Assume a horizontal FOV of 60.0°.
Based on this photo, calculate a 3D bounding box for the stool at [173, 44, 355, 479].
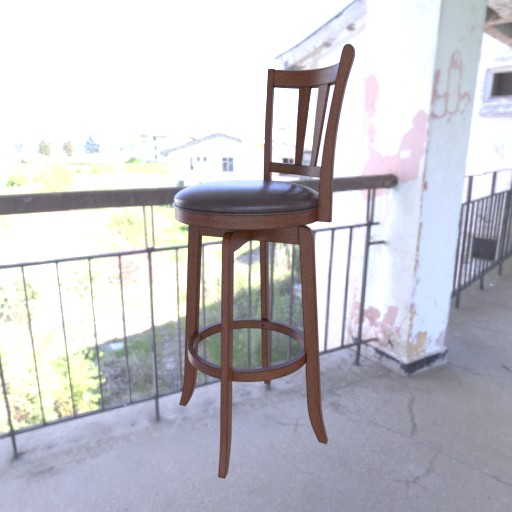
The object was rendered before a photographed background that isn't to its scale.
[{"bbox_3d":[0.000,0.000,1.396,0.503,1.177,0.464,-7,16,-25],"label":"stool"}]
